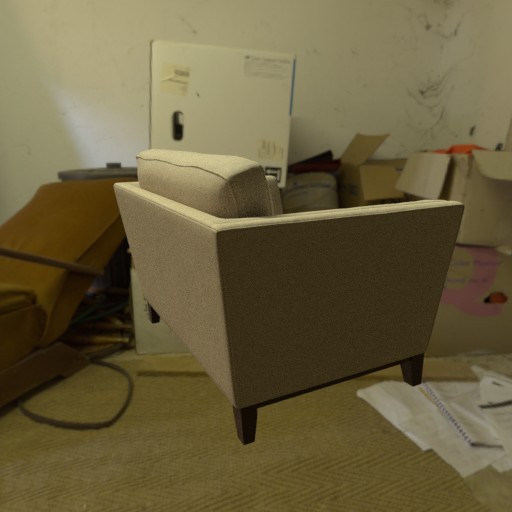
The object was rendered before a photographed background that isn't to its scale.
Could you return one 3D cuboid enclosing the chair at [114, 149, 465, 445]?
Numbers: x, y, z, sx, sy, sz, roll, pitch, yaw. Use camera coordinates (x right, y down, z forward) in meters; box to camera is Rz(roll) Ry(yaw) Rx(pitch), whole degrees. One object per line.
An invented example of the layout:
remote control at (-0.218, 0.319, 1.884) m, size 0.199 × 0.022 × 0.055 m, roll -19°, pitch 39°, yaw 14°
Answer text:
chair at (0.000, 0.000, 2.027) m, size 0.965 × 0.940 × 1.397 m, roll -8°, pitch 16°, yaw -27°
